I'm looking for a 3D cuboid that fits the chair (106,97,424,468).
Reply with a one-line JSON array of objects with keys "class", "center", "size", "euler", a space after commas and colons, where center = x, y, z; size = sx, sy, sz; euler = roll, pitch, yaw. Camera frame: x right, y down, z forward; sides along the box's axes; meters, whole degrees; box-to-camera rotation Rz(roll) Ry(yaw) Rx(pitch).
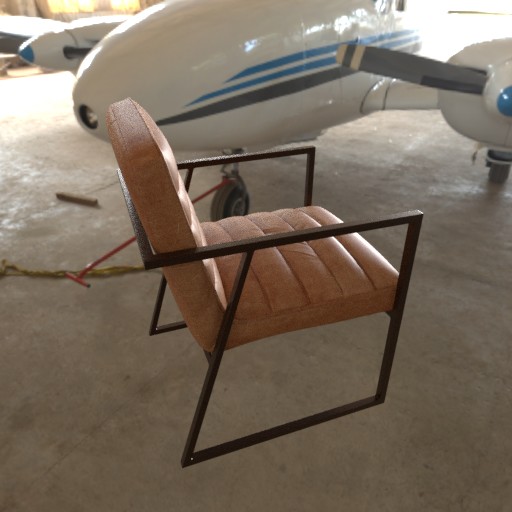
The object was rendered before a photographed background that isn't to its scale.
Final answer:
[{"class": "chair", "center": [0.000, 0.000, 1.253], "size": [0.677, 0.832, 0.571], "euler": [-11, 32, -17]}]
